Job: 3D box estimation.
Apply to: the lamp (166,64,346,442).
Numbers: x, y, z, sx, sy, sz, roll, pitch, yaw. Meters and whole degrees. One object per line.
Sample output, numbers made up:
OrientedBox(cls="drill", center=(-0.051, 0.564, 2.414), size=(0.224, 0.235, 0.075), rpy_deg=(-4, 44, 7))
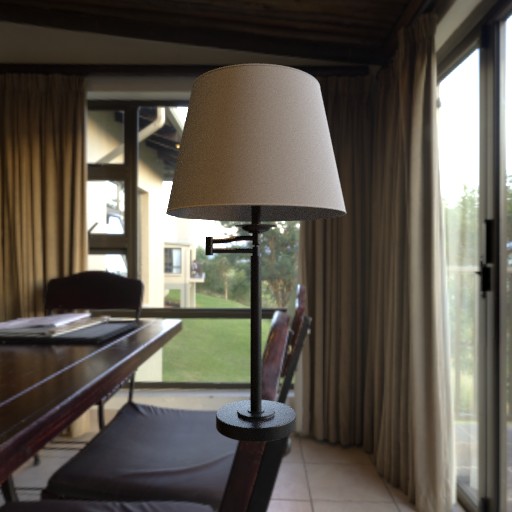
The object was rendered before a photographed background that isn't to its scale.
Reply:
OrientedBox(cls="lamp", center=(0.000, 0.000, 0.909), size=(0.363, 0.696, 0.363), rpy_deg=(0, 0, 0))
